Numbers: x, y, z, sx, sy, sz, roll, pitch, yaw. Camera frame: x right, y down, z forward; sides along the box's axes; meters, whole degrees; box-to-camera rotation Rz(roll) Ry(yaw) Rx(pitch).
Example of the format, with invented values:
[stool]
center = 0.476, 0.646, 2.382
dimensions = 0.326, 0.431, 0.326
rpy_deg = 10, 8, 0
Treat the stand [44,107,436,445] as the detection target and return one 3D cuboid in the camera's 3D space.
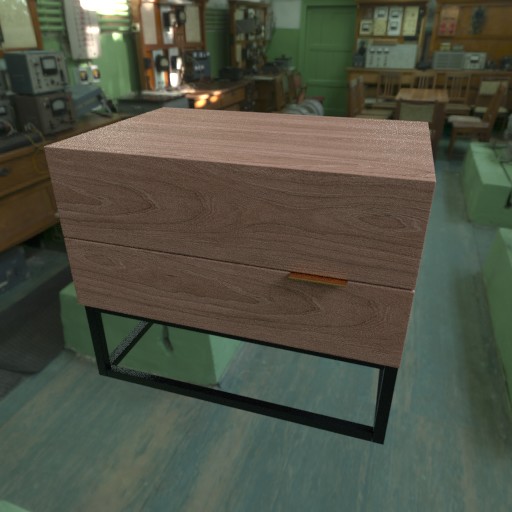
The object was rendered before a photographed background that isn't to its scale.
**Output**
[stand]
center = 0.000, 0.000, 0.919
dimensions = 0.600, 0.500, 0.420
rpy_deg = 8, 29, 16
